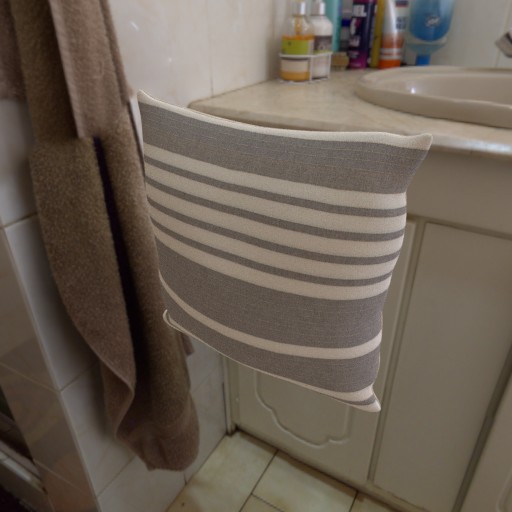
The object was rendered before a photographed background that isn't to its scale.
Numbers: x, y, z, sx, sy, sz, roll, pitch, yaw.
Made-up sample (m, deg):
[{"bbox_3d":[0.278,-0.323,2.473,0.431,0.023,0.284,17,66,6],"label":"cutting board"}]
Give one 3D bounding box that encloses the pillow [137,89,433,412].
[{"bbox_3d":[0.000,0.000,0.668,0.439,0.440,0.182,18,34,28],"label":"pillow"}]
